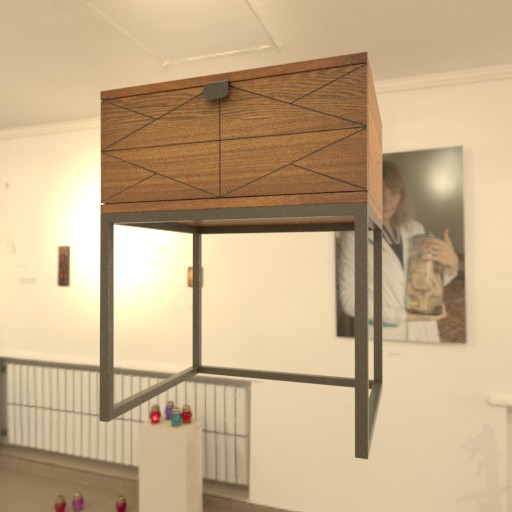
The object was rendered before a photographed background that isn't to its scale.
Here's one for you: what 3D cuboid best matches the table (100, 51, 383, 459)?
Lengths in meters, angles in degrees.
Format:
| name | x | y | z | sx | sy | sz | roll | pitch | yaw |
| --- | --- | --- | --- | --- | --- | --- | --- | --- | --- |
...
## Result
| name | x | y | z | sx | sy | sz | roll | pitch | yaw |
| --- | --- | --- | --- | --- | --- | --- | --- | --- | --- |
| table | 0.000 | 0.000 | 0.916 | 0.482 | 0.610 | 0.400 | 0 | 0 | 19 |
